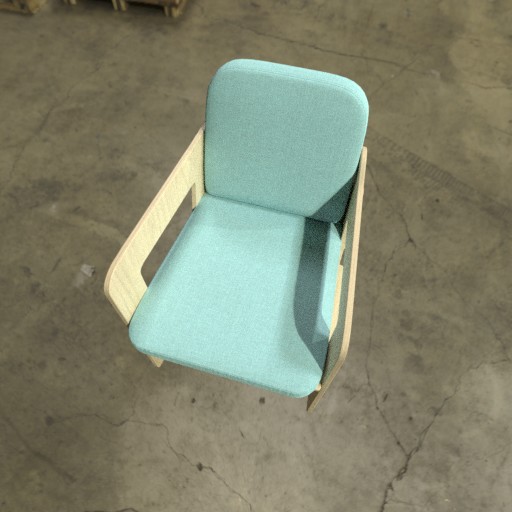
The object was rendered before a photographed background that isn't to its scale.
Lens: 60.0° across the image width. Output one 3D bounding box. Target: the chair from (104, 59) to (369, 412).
[{"bbox_3d":[0.000,0.000,1.295,0.590,0.800,0.710,14,59,9],"label":"chair"}]
